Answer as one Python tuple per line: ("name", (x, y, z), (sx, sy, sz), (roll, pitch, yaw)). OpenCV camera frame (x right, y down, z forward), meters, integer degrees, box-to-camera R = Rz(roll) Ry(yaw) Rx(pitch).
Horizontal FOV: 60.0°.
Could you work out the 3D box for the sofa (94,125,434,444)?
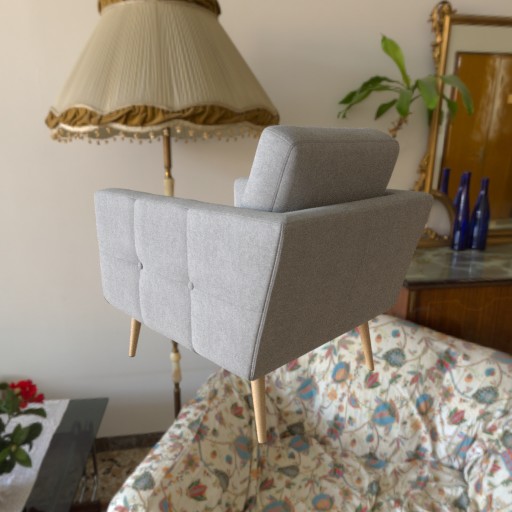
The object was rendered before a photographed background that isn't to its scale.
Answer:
("sofa", (0.000, 0.000, 1.552), (0.770, 0.860, 0.920), (-14, 20, -43))
